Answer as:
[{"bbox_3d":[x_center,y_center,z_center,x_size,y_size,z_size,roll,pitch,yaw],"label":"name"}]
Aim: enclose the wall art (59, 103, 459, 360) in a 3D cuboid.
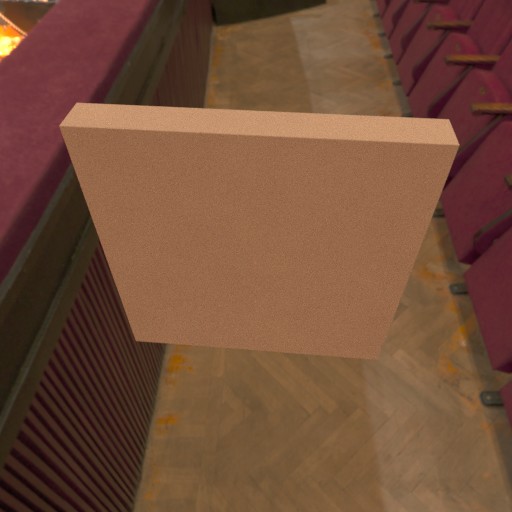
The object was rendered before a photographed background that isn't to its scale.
[{"bbox_3d":[0.000,0.000,0.459,0.305,0.305,0.038,4,47,4],"label":"wall art"}]
